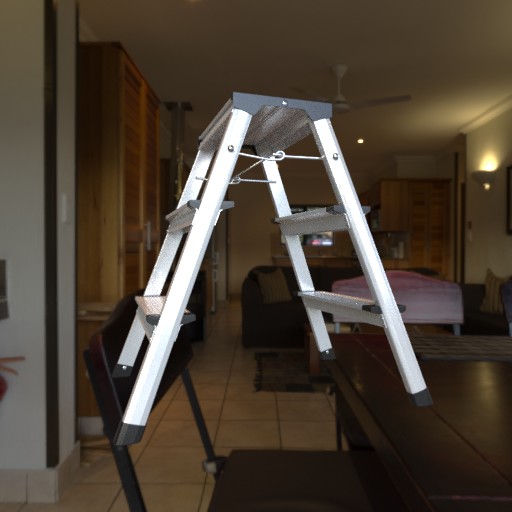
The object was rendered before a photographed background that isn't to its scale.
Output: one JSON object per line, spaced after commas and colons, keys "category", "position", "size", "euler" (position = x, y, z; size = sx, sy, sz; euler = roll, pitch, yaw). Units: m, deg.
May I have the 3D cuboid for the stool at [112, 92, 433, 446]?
{"category": "stool", "position": [0.000, 0.000, 1.009], "size": [0.622, 0.605, 0.437], "euler": [0, 0, -18]}
